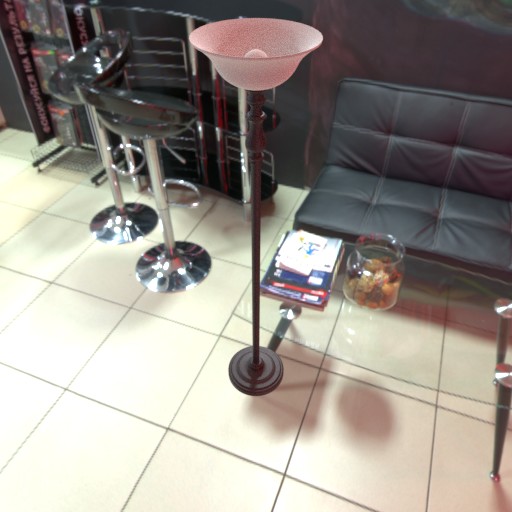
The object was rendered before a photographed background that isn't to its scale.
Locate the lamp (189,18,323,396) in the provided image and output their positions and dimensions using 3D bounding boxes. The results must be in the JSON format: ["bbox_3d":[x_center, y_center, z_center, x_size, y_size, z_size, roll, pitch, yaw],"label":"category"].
[{"bbox_3d":[0.000,0.000,1.946,0.405,1.797,0.405,-26,48,-26],"label":"lamp"}]
